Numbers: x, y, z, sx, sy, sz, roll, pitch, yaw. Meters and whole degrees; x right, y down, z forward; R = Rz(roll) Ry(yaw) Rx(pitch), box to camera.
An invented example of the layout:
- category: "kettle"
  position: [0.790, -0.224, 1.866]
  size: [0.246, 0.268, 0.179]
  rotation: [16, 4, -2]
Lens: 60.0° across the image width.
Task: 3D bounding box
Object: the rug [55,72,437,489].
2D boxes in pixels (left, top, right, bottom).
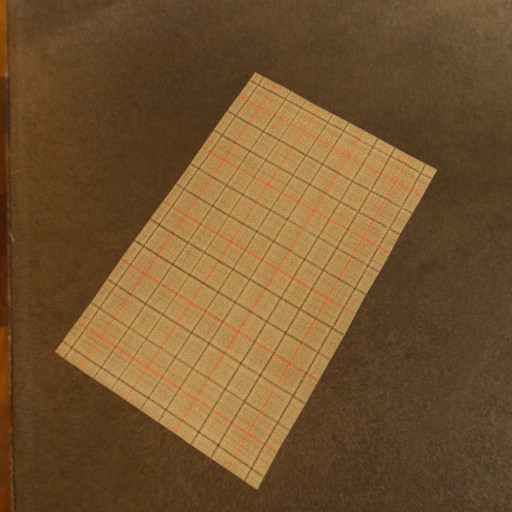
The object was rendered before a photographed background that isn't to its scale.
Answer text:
- category: "rug"
  position: [0.000, 0.000, 3.000]
  size: [1.524, 0.015, 2.439]
  rotation: [31, 78, 8]
